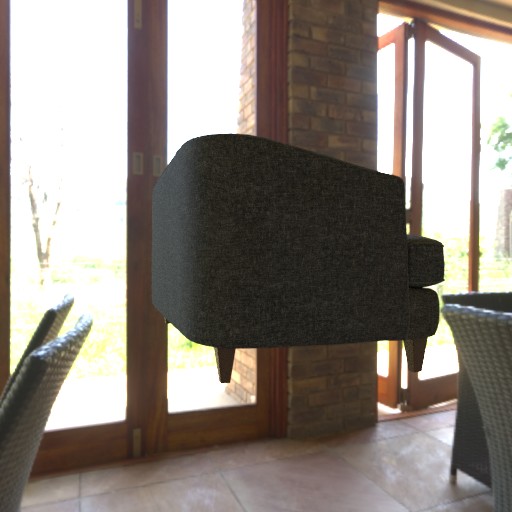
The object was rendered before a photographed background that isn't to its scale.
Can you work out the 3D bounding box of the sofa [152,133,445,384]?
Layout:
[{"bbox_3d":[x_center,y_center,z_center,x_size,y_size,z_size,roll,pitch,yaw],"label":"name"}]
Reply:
[{"bbox_3d":[0.000,0.000,2.274,0.941,0.855,1.733,0,0,-19],"label":"sofa"}]
